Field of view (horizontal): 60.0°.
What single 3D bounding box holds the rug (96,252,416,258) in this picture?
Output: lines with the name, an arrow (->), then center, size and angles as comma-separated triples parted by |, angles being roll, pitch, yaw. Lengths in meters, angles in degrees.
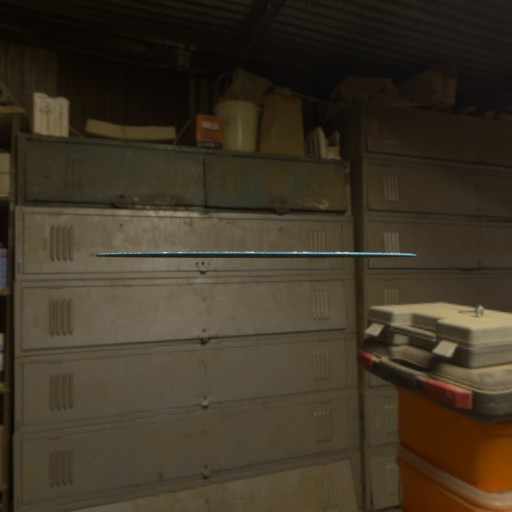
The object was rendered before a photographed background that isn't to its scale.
rug -> 0.000, 0.000, 2.341 | 1.593, 0.012, 1.593 | 0, -1, 0
